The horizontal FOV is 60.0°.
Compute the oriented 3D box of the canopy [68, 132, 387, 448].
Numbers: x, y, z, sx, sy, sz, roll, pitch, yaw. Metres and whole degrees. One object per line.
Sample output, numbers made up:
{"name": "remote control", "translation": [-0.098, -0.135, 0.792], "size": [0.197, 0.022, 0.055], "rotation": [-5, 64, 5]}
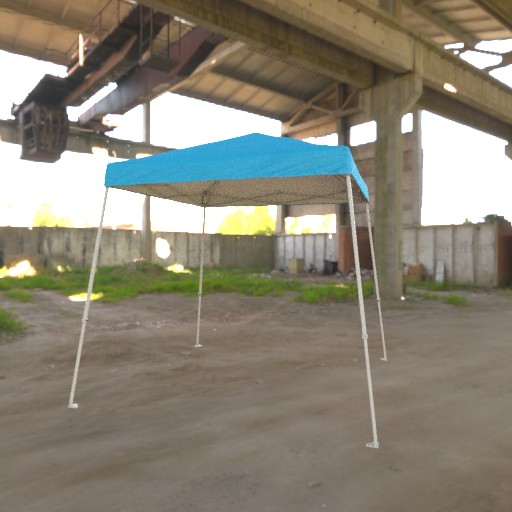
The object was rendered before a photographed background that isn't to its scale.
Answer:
{"name": "canopy", "translation": [0.000, 0.000, 6.466], "size": [3.600, 3.600, 3.599], "rotation": [0, 1, 18]}
